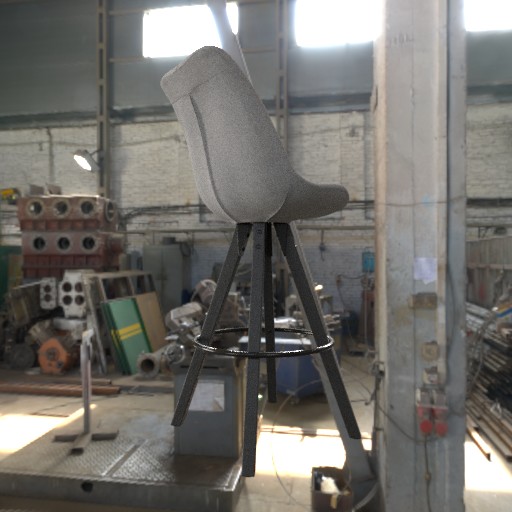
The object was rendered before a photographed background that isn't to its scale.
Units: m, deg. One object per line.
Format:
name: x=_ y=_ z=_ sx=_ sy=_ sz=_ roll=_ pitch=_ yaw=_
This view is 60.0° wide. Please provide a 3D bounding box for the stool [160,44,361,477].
stool: x=0.000 y=0.000 z=1.404 sx=0.550 sy=1.115 sz=0.485 roll=0 pitch=0 yaw=-36
